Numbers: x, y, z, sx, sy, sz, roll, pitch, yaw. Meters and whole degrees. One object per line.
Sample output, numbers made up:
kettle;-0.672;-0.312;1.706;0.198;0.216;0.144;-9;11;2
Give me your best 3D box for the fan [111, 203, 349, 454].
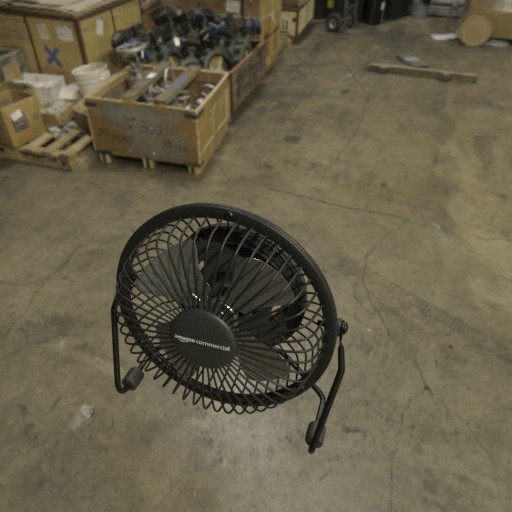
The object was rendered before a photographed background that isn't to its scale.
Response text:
fan;0.000;0.000;0.316;0.153;0.152;0.202;12;42;14
